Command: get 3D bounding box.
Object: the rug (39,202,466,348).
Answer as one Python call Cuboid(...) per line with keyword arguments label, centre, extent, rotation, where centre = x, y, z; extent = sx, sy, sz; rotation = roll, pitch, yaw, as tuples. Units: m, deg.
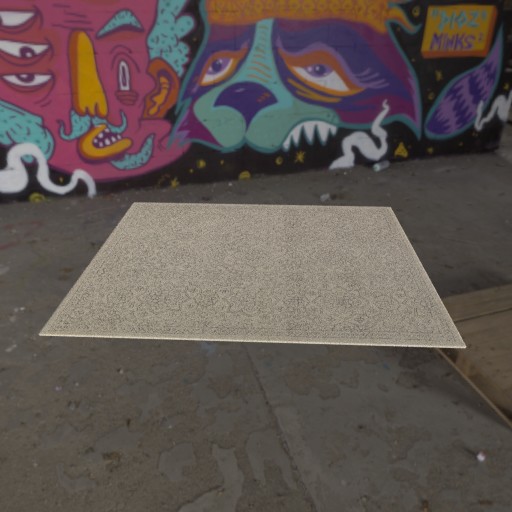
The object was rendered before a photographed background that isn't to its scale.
Cuboid(label="rug", centre=(0.000, 0.000, 4.207), extent=(3.050, 0.015, 2.441), rotation=(1, 30, 2))
